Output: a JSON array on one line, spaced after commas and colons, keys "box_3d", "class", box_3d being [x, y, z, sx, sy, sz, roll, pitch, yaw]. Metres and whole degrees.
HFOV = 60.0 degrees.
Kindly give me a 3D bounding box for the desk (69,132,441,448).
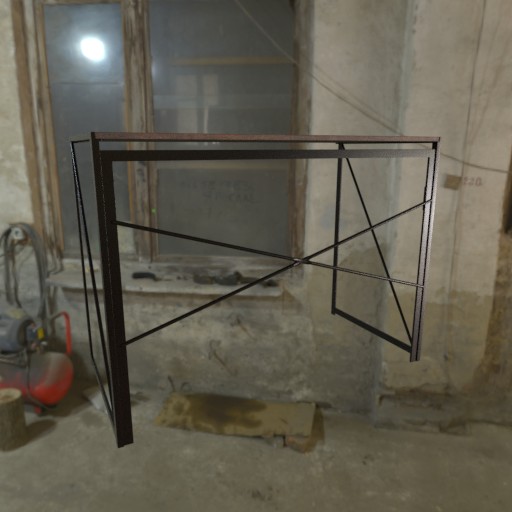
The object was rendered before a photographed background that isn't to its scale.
[{"box_3d": [0.000, 0.000, 1.438, 1.015, 0.747, 0.505, -7, 15, -26], "class": "desk"}]
